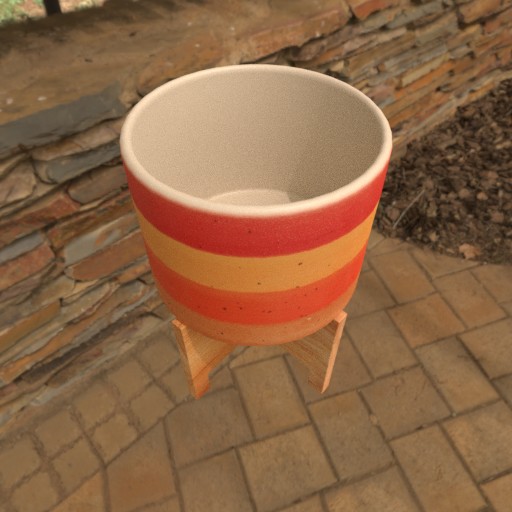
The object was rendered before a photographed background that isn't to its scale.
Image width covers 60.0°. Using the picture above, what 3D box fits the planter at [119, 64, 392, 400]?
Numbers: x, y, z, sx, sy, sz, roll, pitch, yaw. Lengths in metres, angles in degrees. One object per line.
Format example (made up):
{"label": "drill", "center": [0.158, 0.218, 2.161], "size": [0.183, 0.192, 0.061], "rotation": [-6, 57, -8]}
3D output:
{"label": "planter", "center": [0.000, 0.000, 0.562], "size": [0.269, 0.379, 0.269], "rotation": [0, 47, 0]}
